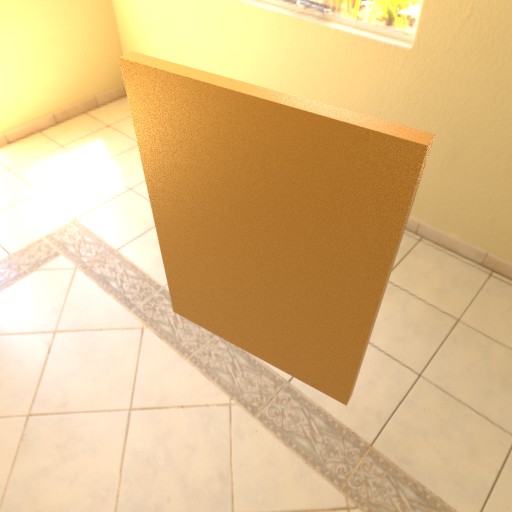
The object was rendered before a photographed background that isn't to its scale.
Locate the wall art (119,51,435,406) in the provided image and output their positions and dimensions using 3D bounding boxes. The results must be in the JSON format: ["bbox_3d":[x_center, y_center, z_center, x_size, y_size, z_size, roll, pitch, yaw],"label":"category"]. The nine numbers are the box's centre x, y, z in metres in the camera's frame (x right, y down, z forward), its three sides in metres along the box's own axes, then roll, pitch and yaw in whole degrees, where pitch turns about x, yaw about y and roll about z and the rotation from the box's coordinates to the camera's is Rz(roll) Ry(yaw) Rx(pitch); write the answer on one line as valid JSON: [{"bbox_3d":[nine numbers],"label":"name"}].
[{"bbox_3d":[0.000,0.000,1.054,0.610,0.812,0.038,24,50,22],"label":"wall art"}]
